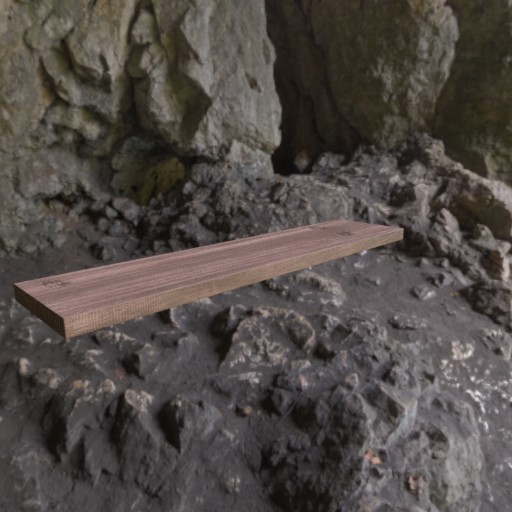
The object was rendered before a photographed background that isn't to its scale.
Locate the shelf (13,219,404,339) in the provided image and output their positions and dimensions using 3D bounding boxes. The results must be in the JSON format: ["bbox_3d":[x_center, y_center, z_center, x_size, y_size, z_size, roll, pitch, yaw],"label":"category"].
[{"bbox_3d":[0.000,0.000,0.647,0.610,0.020,0.140,-14,20,-42],"label":"shelf"}]
